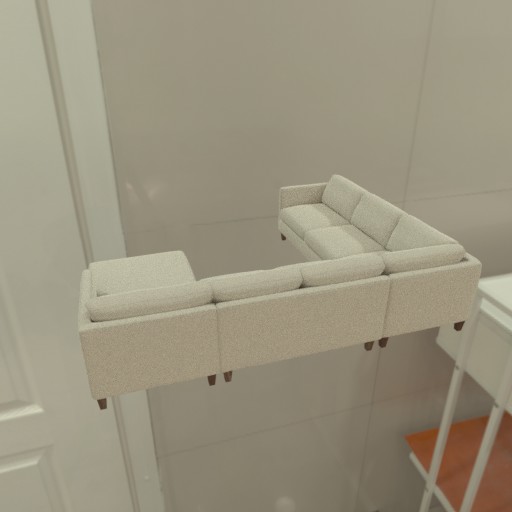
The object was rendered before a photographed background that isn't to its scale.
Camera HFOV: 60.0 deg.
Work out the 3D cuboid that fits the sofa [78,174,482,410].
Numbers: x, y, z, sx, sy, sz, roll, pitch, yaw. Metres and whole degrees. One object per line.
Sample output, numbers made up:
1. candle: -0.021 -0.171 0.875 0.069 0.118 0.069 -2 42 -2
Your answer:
1. sofa: 0.000 0.000 4.460 3.238 0.853 2.551 -8 27 -16
